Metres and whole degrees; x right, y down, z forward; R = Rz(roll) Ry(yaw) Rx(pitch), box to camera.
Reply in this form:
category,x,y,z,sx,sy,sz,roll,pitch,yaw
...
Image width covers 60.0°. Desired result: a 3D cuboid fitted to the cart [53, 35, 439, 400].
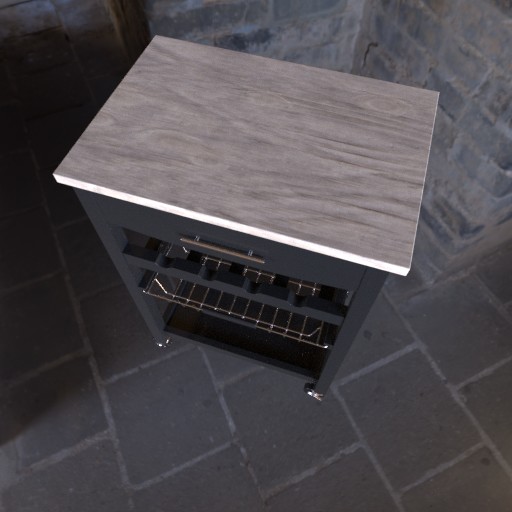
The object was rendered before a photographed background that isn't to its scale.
category,x,y,z,sx,sy,sz,roll,pitch,yaw
cart,0.000,0.000,1.127,0.584,0.839,0.403,16,60,9
